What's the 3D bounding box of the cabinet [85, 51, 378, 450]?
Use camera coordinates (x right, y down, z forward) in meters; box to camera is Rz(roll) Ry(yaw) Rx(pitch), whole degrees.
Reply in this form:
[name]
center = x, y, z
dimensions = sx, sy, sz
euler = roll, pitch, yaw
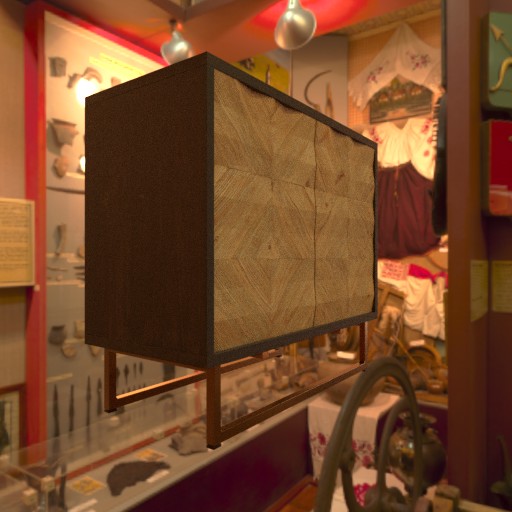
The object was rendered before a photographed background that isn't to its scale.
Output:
[cabinet]
center = 0.000, 0.000, 1.446
dimensions = 0.451, 0.860, 0.950
euler = 0, 0, 37
